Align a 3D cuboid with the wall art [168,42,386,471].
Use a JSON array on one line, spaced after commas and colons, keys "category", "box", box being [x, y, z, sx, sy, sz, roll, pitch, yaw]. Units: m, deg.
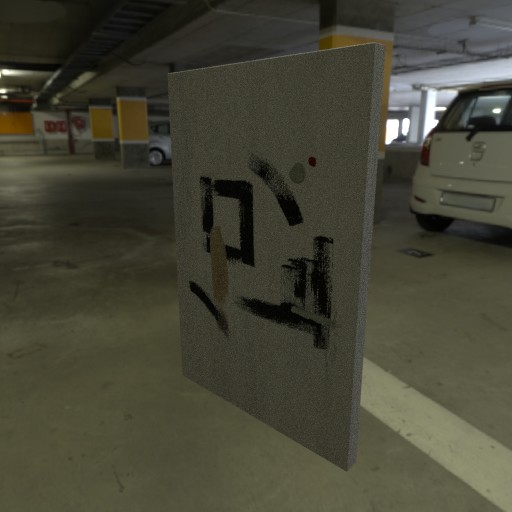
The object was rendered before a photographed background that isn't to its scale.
[{"category": "wall art", "box": [0.000, 0.000, 1.130, 0.624, 0.914, 0.043, 14, 21, 42]}]
